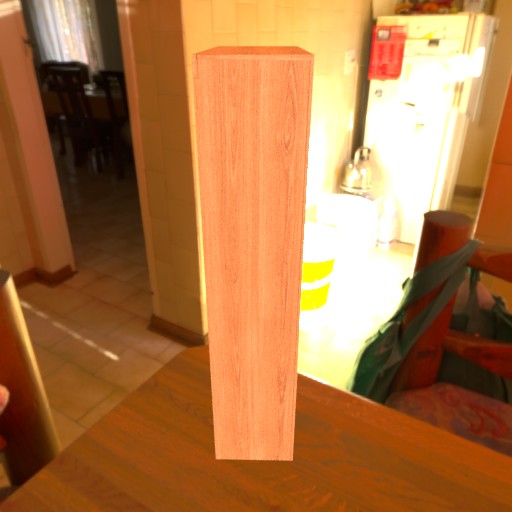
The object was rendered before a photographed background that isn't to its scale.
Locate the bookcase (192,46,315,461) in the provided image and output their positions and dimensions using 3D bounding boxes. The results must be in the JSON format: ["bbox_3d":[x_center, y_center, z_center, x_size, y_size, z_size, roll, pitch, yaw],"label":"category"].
[{"bbox_3d":[0.000,0.000,2.390,0.420,2.020,0.950,1,27,1],"label":"bookcase"}]
